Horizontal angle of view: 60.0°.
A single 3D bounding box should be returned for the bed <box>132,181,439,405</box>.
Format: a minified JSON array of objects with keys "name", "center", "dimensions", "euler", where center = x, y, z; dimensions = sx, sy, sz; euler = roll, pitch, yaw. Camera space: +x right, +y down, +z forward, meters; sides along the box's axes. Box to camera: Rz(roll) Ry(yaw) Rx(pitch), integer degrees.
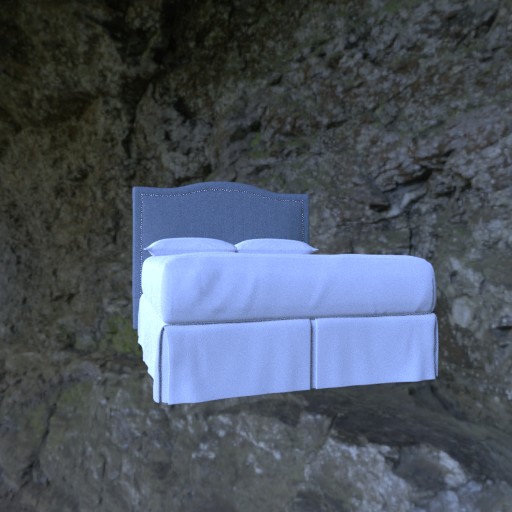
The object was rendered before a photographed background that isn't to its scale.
[{"name":"bed","center":[0.000,0.000,3.366],"dimensions":[1.753,1.460,2.143],"euler":[0,0,-17]}]
